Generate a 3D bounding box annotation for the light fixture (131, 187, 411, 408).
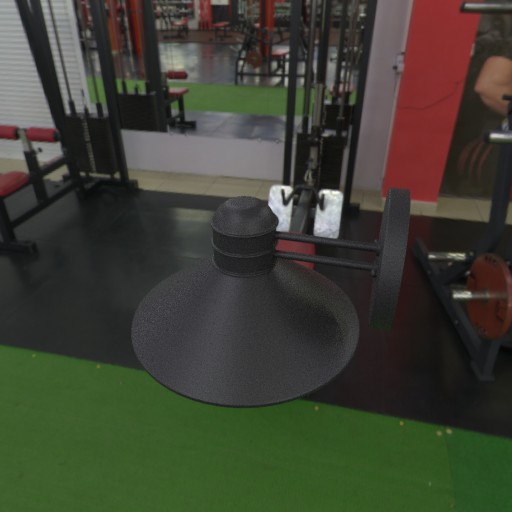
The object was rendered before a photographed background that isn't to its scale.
[{"bbox_3d":[0.000,0.000,0.717,0.434,0.265,0.396,8,32,13],"label":"light fixture"}]
